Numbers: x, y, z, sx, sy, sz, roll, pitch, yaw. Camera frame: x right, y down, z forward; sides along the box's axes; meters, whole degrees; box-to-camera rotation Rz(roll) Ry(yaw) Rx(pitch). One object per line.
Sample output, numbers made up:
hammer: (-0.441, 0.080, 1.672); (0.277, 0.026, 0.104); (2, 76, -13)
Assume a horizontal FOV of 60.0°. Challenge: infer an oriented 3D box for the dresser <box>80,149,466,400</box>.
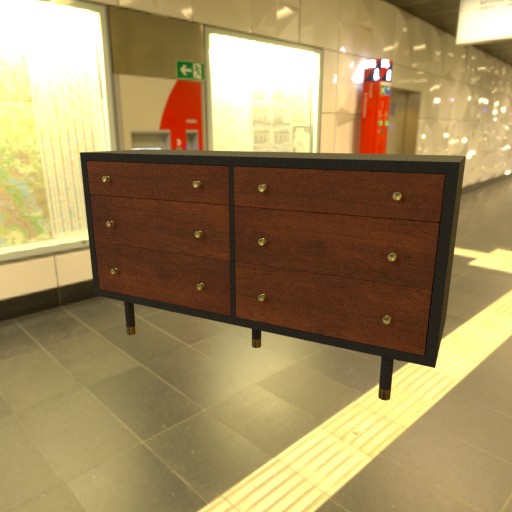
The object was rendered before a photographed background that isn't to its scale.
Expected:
dresser: (0.000, 0.000, 1.943); (1.558, 0.872, 0.463); (8, 17, 26)
